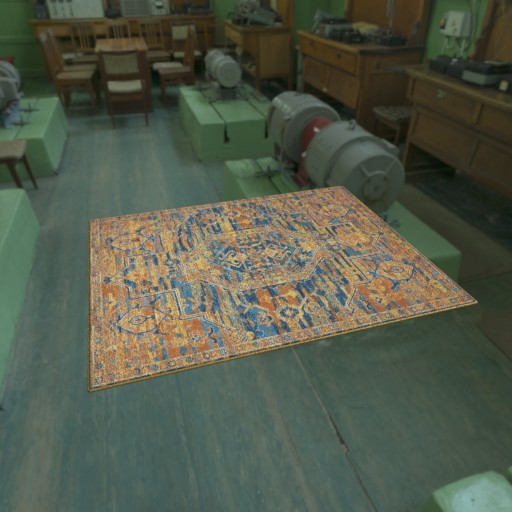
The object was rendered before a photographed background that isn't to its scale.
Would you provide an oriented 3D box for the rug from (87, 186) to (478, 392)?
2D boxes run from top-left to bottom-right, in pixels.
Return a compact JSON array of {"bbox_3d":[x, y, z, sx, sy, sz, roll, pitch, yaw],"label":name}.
[{"bbox_3d":[0.000,0.000,4.209,3.040,0.031,2.435,-10,34,-15],"label":"rug"}]
